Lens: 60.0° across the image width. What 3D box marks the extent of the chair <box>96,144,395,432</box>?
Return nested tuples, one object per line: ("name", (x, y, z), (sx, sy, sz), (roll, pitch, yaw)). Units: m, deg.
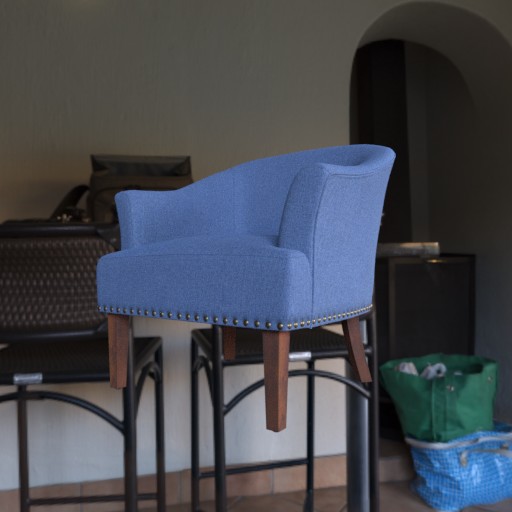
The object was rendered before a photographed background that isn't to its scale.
("chair", (0.000, 0.000, 1.424), (0.798, 0.815, 0.704), (-1, -1, 36))
